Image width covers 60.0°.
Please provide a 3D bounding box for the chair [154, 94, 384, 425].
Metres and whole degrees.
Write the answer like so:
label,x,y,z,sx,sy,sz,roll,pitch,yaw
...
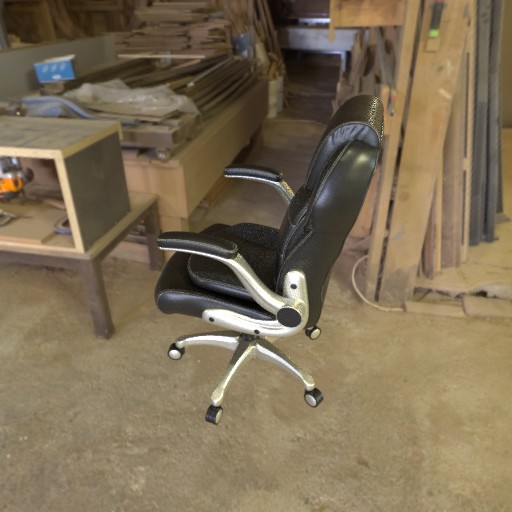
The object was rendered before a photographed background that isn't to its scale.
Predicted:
label,x,y,z,sx,sy,sz,roll,pitch,yaw
chair,0.000,0.000,1.685,0.801,1.141,0.724,8,32,13
